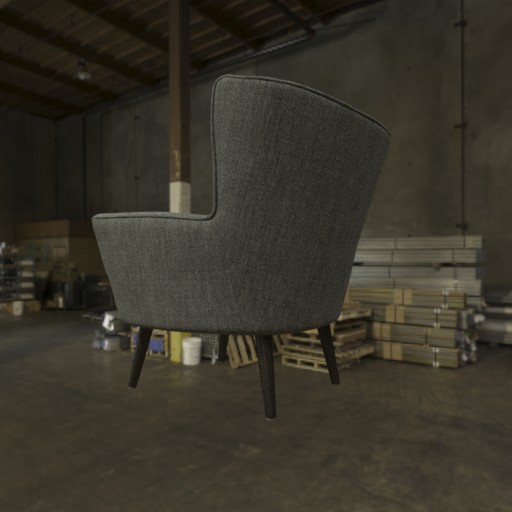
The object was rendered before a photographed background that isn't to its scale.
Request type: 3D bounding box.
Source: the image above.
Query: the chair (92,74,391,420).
[{"bbox_3d":[0.000,0.000,1.556,0.888,0.933,0.781,0,-1,36],"label":"chair"}]
